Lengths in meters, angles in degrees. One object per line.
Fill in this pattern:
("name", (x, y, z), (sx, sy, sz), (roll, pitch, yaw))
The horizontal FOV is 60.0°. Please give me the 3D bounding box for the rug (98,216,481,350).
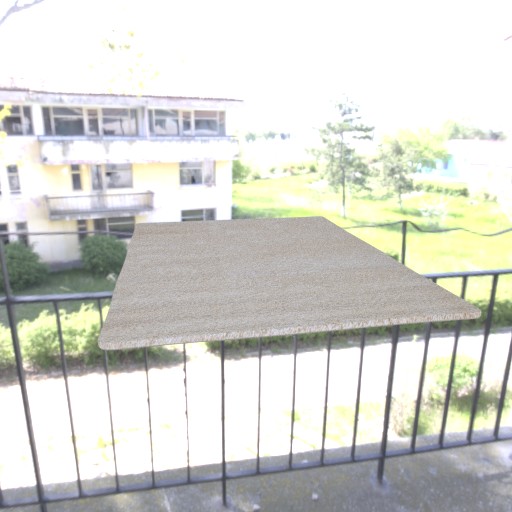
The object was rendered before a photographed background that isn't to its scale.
("rug", (0.000, 0.000, 2.081), (1.199, 0.025, 1.600), (-3, 17, -10))
